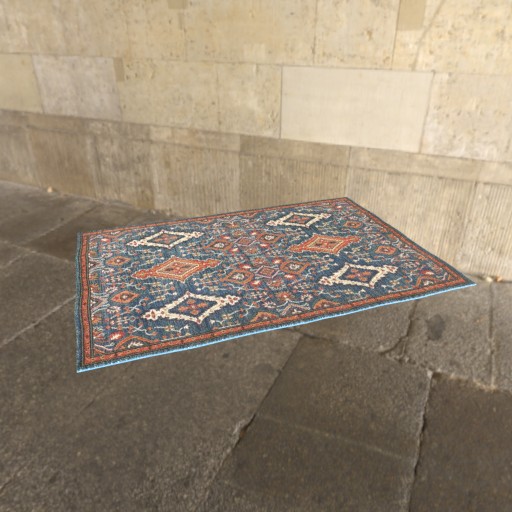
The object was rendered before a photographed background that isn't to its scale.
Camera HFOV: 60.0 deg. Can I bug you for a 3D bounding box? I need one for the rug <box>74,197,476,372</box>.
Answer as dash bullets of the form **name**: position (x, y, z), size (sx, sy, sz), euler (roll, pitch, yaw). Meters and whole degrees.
- **rug**: position (0.000, 0.000, 3.083), size (2.373, 0.009, 1.622), euler (-9, 30, -17)
